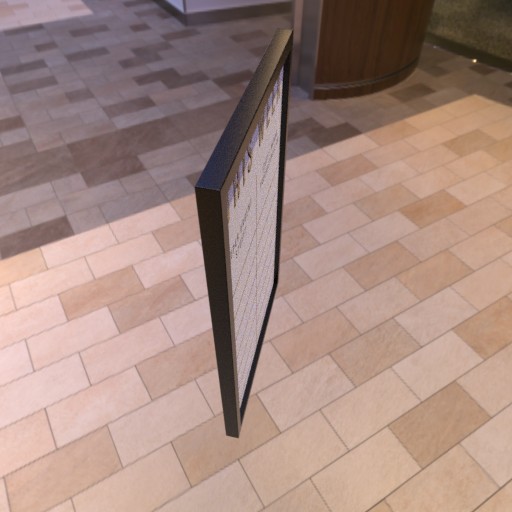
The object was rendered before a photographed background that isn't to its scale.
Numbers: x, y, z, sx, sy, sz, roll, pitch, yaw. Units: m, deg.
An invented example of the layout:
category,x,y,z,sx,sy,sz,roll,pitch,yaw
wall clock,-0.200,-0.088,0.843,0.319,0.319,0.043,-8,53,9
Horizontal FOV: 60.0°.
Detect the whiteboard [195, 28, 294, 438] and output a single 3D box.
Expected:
category,x,y,z,sx,sy,sz,roll,pitch,yaw
whiteboard,0.000,0.000,0.776,0.026,0.611,0.406,10,48,9
